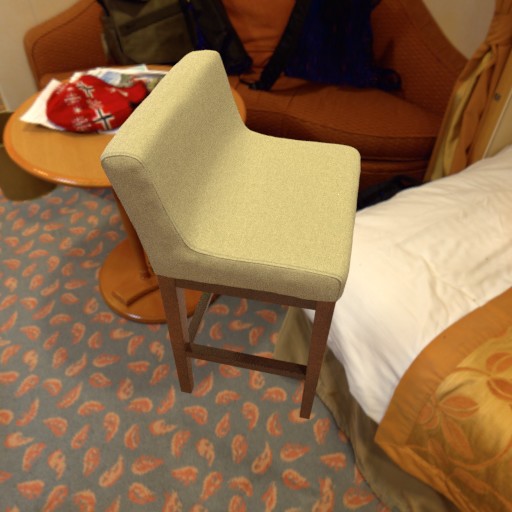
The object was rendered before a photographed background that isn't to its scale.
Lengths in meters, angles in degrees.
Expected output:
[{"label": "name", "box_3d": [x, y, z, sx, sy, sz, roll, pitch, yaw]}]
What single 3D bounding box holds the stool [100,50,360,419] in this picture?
[{"label": "stool", "box_3d": [0.000, 0.000, 1.261, 0.500, 0.937, 0.511, 9, 46, 9]}]
